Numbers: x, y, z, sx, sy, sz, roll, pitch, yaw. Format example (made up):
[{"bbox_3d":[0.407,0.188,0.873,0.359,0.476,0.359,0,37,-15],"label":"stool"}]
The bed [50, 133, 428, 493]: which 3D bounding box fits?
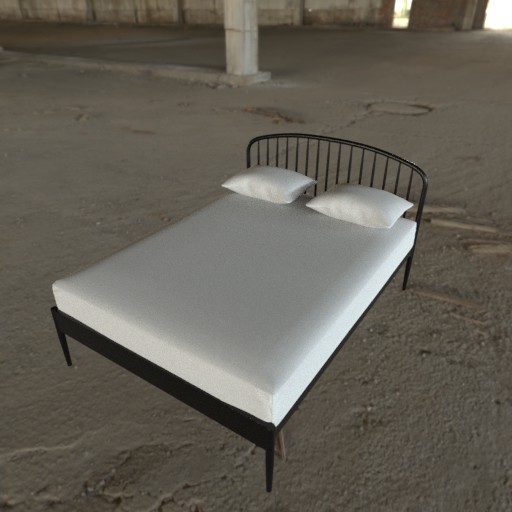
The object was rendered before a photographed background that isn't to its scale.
[{"bbox_3d":[0.000,0.000,3.051,1.618,1.166,2.159,18,35,29],"label":"bed"}]
